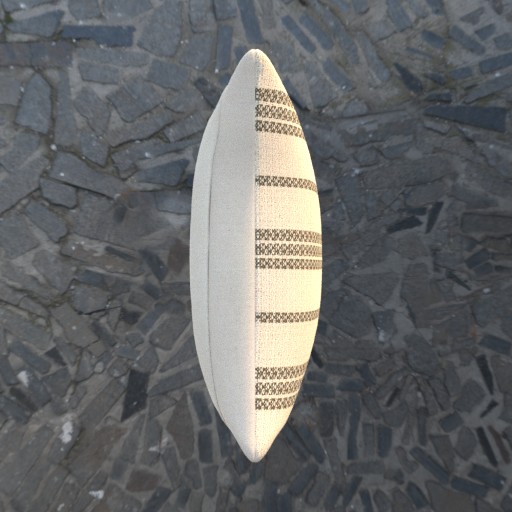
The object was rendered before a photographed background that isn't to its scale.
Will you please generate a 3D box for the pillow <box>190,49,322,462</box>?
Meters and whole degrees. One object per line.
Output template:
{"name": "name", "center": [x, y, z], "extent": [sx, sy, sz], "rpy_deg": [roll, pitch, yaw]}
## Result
{"name": "pillow", "center": [0.000, 0.000, 0.627], "extent": [0.173, 0.406, 0.405], "rpy_deg": [0, 90, 0]}
